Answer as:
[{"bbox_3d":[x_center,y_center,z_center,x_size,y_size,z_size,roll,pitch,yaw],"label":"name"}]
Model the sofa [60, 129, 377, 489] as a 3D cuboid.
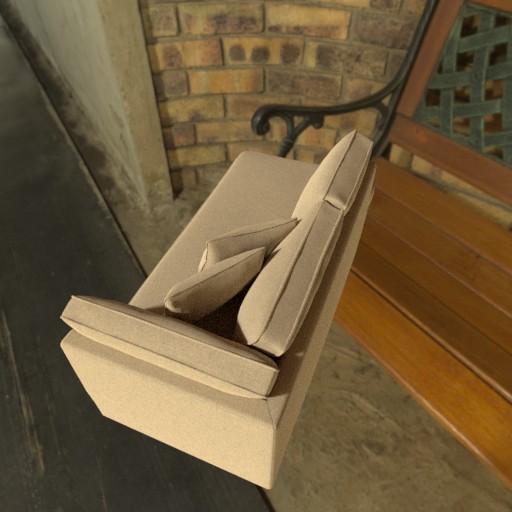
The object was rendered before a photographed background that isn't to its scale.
[{"bbox_3d":[0.000,0.000,2.797,1.110,1.033,2.237,16,48,15],"label":"sofa"}]
